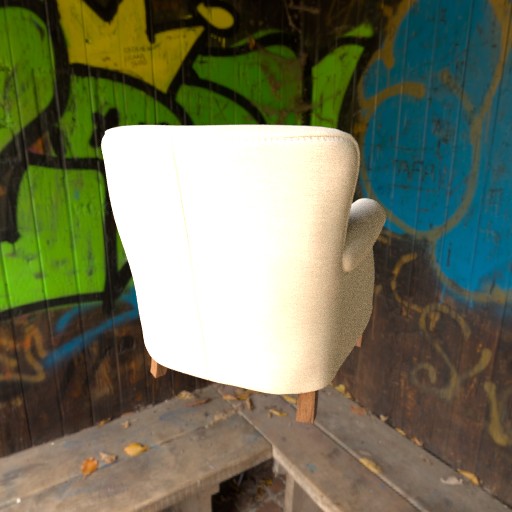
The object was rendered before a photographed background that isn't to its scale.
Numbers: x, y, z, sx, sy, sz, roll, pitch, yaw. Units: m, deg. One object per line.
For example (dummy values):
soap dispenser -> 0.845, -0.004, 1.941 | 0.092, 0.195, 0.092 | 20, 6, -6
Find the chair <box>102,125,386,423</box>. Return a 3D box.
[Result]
chair -> 0.000, 0.000, 1.656 | 0.861, 0.936, 0.921 | 9, 18, 27
